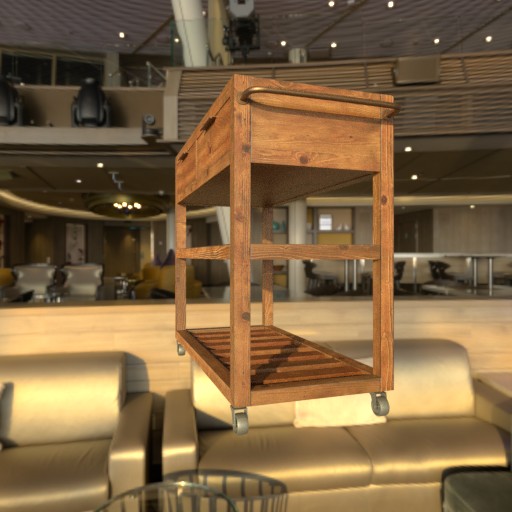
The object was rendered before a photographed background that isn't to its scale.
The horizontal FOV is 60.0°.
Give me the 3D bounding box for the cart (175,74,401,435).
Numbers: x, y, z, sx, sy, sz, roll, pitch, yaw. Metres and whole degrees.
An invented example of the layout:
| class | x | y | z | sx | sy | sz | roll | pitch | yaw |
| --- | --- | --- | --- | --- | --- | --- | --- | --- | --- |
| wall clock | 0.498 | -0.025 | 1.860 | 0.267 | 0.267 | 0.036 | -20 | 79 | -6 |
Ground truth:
| class | x | y | z | sx | sy | sz | roll | pitch | yaw |
| --- | --- | --- | --- | --- | --- | --- | --- | --- | --- |
| cart | 0.000 | 0.000 | 1.507 | 0.445 | 0.830 | 1.065 | 0 | 0 | -19 |
